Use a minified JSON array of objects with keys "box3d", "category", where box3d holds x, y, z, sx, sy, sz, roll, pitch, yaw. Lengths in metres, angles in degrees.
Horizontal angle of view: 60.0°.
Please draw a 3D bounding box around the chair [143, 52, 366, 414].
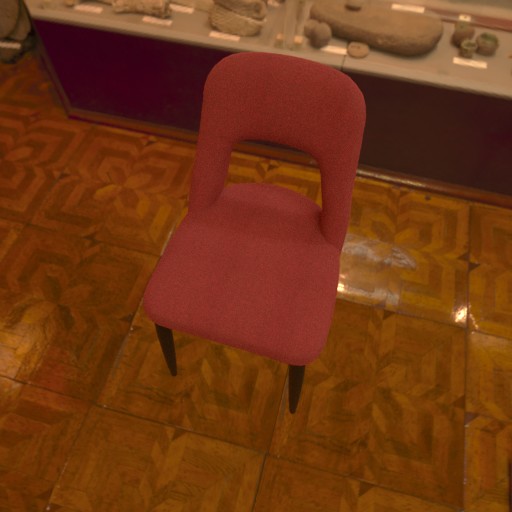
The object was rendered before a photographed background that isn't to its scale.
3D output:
[{"box3d":[0.000,0.000,1.240,0.483,0.892,0.569,15,60,9],"category":"chair"}]
